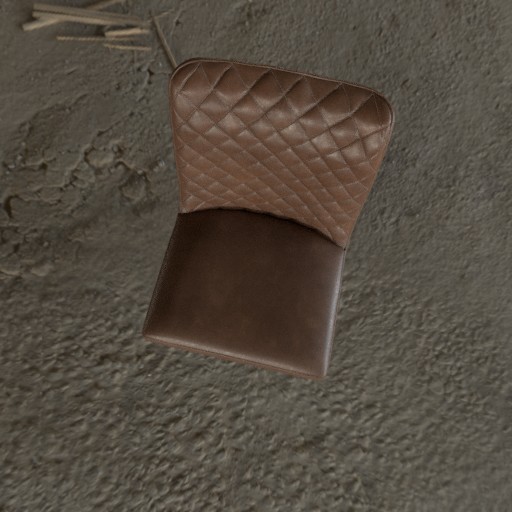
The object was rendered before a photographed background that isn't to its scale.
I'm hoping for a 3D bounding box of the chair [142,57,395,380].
[{"bbox_3d":[0.000,0.000,1.236,0.508,0.889,0.587,12,78,3],"label":"chair"}]
